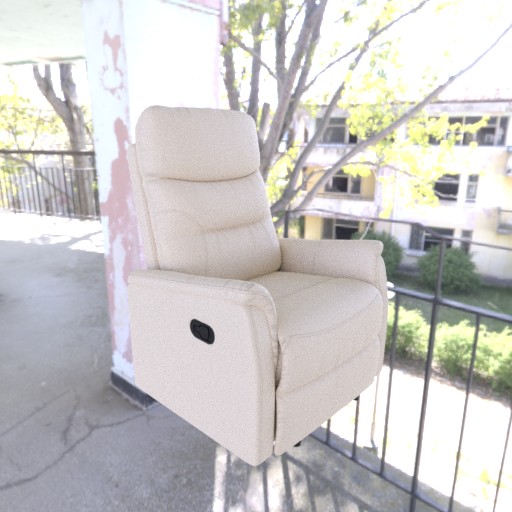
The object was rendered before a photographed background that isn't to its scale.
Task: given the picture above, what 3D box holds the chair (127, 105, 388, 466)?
[{"bbox_3d":[0.000,0.000,1.670,0.831,1.082,0.775,14,21,42],"label":"chair"}]
